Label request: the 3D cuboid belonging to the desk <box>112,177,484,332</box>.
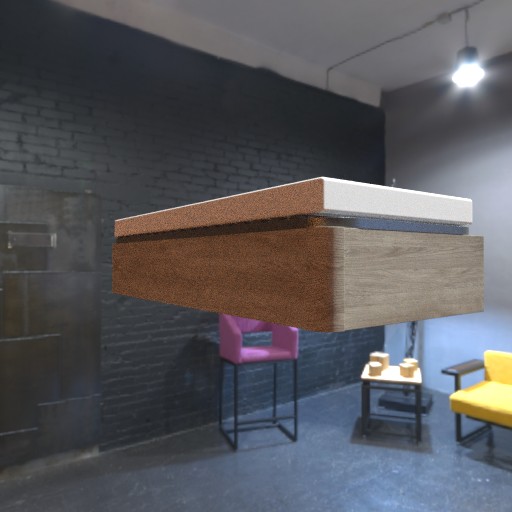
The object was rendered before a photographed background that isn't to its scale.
[{"bbox_3d":[0.000,0.000,2.286,0.900,0.455,1.900,0,0,-36],"label":"desk"}]
